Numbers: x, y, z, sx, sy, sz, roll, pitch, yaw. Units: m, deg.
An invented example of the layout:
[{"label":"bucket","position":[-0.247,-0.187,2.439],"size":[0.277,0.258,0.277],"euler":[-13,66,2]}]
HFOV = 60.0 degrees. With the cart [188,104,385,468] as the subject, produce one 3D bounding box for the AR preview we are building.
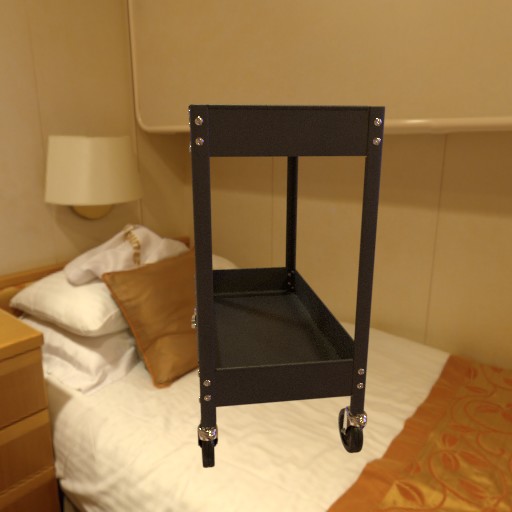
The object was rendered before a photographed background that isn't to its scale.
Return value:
[{"label":"cart","position":[0.000,0.000,1.193],"size":[0.366,0.719,0.779],"euler":[-2,15,-8]}]
